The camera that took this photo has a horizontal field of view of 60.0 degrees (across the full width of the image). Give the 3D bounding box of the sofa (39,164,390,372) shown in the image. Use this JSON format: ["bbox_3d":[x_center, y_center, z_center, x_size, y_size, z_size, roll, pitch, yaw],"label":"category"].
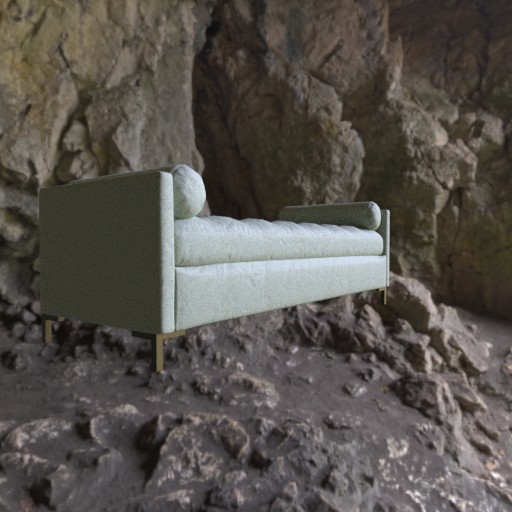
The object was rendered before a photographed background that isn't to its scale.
[{"bbox_3d":[0.000,0.000,2.486,0.796,0.705,2.102,1,2,37],"label":"sofa"}]
